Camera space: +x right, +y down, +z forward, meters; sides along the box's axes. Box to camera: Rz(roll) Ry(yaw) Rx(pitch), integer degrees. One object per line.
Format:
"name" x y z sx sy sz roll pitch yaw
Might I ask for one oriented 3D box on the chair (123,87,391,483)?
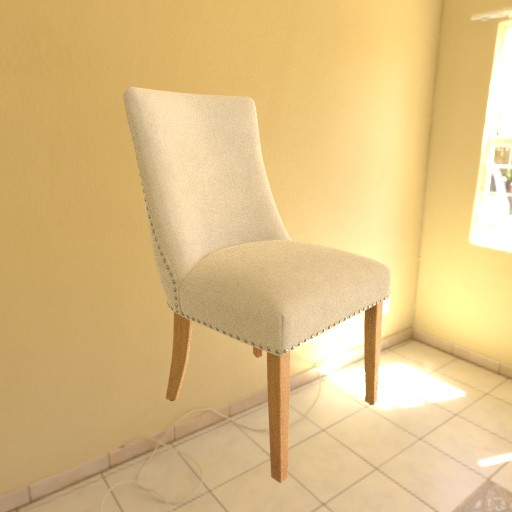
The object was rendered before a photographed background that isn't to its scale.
"chair" 0.000 0.000 1.254 0.610 0.902 0.495 14 21 42
